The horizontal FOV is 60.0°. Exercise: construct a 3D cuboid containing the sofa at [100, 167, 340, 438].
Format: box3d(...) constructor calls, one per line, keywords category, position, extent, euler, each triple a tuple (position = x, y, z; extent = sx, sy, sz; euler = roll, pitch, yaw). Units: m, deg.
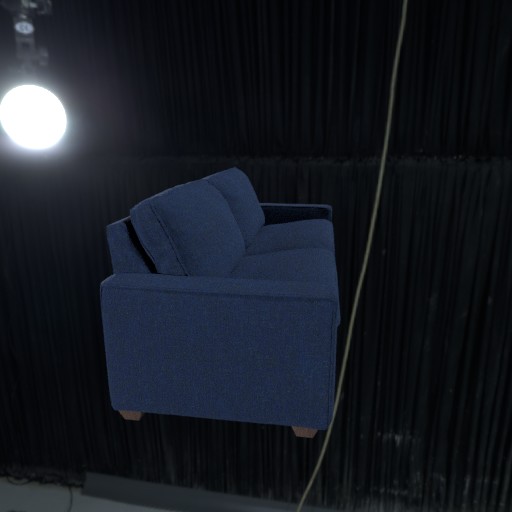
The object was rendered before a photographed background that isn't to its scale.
box3d(category="sofa", position=(0.000, 0.000, 2.621), extent=(0.940, 0.919, 2.080), euler=(2, 16, 8))
